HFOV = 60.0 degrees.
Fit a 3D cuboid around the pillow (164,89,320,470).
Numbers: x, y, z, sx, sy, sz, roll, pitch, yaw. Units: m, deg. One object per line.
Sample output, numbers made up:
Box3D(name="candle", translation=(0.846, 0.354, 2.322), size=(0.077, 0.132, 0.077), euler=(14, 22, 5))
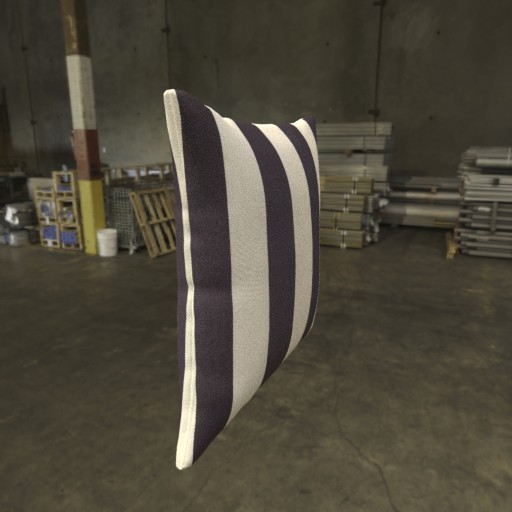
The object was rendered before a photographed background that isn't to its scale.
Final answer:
Box3D(name="pillow", translation=(0.000, 0.000, 0.816), size=(0.189, 0.526, 0.536), euler=(6, 15, 24))
